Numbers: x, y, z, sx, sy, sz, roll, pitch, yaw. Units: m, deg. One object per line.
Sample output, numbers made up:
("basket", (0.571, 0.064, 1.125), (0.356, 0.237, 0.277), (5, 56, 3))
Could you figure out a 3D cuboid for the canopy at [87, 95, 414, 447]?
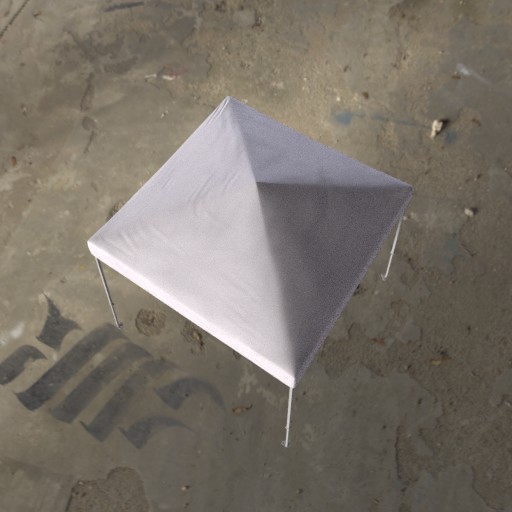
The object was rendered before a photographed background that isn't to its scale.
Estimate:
("canopy", (0.000, 0.000, 5.209), (2.849, 2.850, 2.850), (31, 67, 15))
